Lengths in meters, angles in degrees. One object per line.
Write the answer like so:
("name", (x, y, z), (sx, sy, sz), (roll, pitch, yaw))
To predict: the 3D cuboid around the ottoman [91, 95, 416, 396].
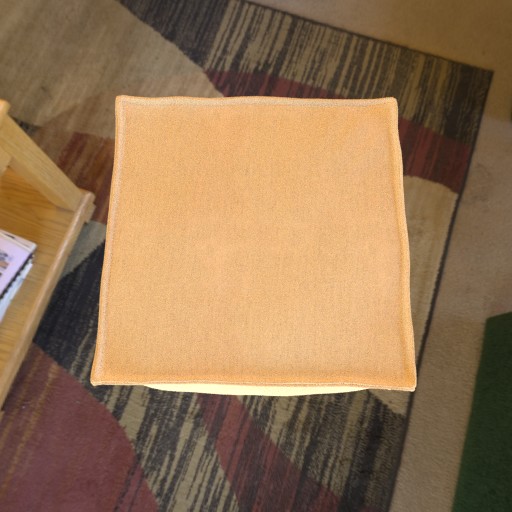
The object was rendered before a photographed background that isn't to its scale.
("ottoman", (0.000, 0.000, 1.177), (0.696, 0.470, 0.707), (0, 75, 0))
